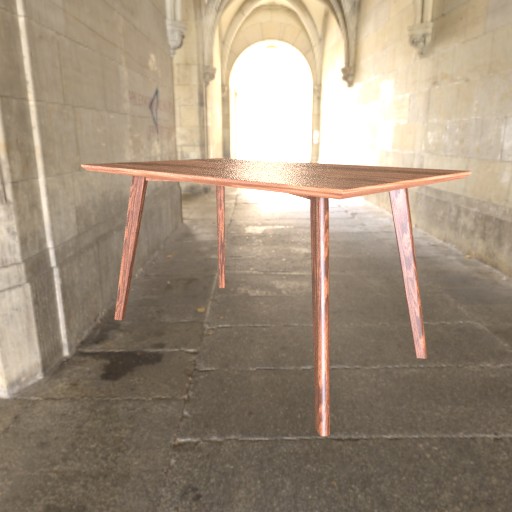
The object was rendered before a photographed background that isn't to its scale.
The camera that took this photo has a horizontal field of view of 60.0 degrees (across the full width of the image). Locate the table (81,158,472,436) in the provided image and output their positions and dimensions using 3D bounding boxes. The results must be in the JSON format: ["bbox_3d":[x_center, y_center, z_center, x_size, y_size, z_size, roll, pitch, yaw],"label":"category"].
[{"bbox_3d":[0.000,0.000,1.841,1.349,0.724,0.801,14,21,43],"label":"table"}]
